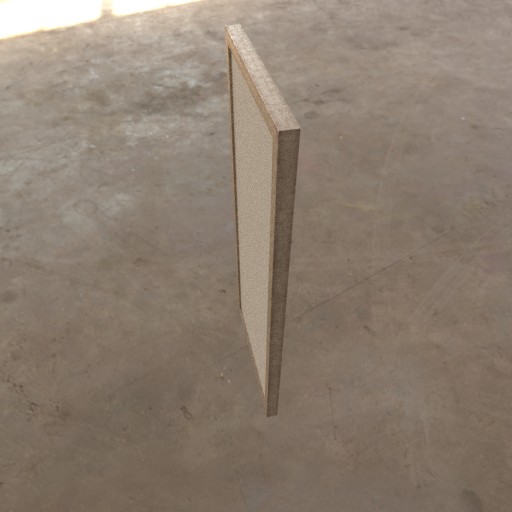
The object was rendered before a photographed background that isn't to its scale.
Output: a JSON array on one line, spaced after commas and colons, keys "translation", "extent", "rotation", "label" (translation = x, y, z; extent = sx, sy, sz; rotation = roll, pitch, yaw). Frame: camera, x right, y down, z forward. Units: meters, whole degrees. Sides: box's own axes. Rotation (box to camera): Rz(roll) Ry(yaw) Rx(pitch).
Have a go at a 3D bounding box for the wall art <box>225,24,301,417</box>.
[{"translation": [0.000, 0.000, 1.712], "extent": [0.051, 1.461, 0.648], "rotation": [-10, 47, -9], "label": "wall art"}]
